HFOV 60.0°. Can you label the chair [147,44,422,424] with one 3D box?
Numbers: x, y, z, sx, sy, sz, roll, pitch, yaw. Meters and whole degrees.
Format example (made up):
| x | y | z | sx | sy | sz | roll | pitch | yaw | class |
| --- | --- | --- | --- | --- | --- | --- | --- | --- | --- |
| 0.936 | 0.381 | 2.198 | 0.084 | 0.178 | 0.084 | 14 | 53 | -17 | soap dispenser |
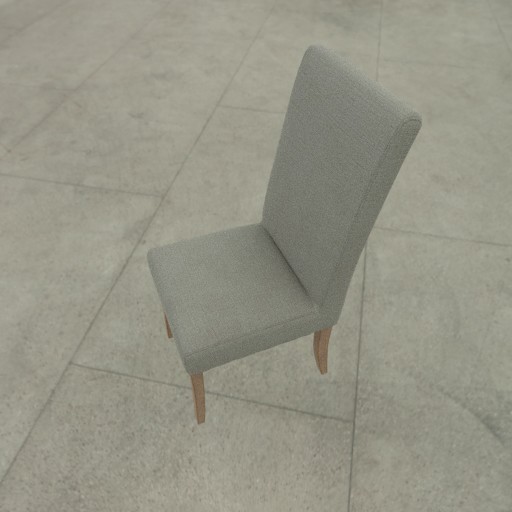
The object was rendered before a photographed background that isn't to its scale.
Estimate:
| x | y | z | sx | sy | sz | roll | pitch | yaw | class |
| --- | --- | --- | --- | --- | --- | --- | --- | --- | --- |
| 0.000 | 0.000 | 1.356 | 0.611 | 1.033 | 0.450 | -17 | 49 | -16 | chair |
